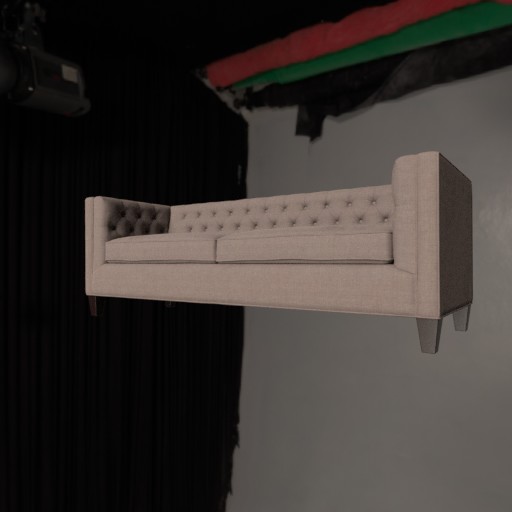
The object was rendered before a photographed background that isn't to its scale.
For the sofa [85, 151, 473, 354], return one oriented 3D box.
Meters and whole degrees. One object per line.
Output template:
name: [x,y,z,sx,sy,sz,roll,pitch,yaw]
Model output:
sofa: [0.000,0.000,2.554,2.159,0.762,0.775,-1,-1,34]
